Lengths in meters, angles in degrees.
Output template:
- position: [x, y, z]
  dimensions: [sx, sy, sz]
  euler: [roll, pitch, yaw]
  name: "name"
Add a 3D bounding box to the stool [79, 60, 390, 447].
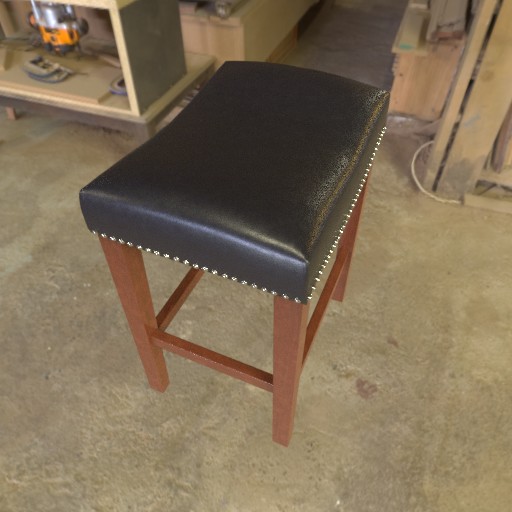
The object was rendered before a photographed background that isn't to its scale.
- position: [0.000, 0.000, 0.968]
  dimensions: [0.372, 0.654, 0.504]
  euler: [18, 49, 16]
  name: "stool"
